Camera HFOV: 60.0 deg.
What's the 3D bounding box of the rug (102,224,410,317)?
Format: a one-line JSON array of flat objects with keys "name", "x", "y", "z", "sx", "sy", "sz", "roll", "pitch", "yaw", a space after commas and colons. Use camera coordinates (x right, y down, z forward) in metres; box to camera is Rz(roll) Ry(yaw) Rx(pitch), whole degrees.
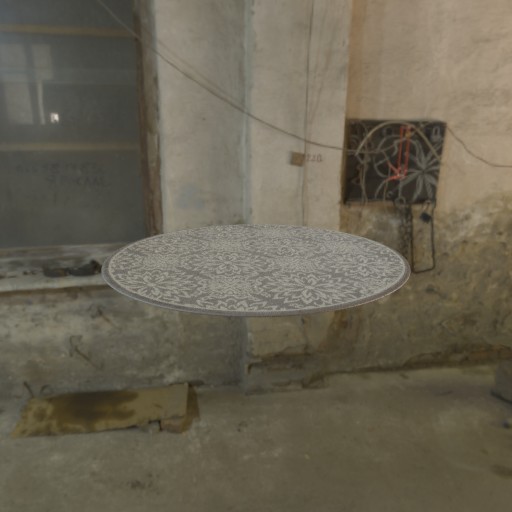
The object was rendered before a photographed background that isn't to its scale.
[{"name": "rug", "x": 0.000, "y": 0.000, "z": 2.409, "sx": 1.593, "sy": 0.012, "sz": 1.593, "roll": 0, "pitch": 16, "yaw": 0}]
